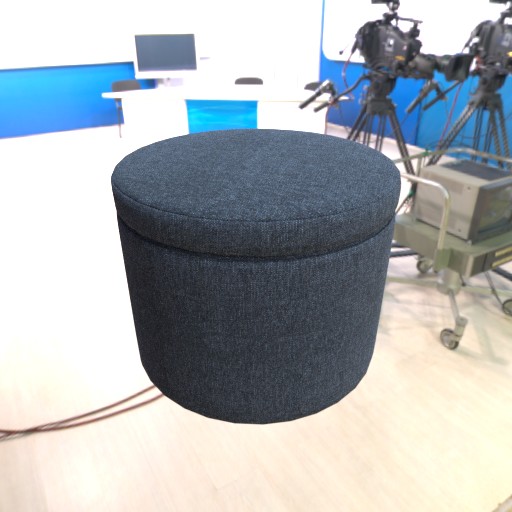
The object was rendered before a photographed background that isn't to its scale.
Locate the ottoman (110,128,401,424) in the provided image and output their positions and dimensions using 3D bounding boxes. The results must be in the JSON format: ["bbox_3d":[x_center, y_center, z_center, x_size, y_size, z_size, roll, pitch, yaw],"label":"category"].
[{"bbox_3d":[0.000,0.000,0.876,0.500,0.419,0.500,0,29,0],"label":"ottoman"}]
